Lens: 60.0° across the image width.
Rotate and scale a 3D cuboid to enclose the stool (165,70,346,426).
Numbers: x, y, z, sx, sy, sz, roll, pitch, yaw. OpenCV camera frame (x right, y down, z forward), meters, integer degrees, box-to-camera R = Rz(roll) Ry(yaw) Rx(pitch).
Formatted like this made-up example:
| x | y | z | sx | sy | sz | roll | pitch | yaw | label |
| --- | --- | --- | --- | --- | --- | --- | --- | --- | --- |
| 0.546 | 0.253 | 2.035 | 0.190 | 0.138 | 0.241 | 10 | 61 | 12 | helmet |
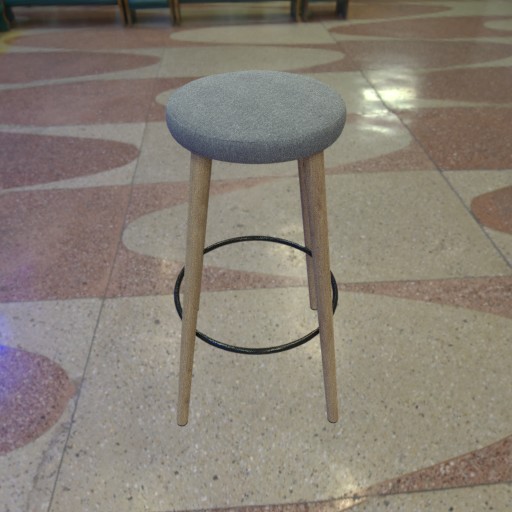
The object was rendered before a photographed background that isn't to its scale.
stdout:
| x | y | z | sx | sy | sz | roll | pitch | yaw | label |
| --- | --- | --- | --- | --- | --- | --- | --- | --- | --- |
| 0.000 | 0.000 | 1.018 | 0.410 | 0.770 | 0.410 | -1 | 41 | -1 | stool |
